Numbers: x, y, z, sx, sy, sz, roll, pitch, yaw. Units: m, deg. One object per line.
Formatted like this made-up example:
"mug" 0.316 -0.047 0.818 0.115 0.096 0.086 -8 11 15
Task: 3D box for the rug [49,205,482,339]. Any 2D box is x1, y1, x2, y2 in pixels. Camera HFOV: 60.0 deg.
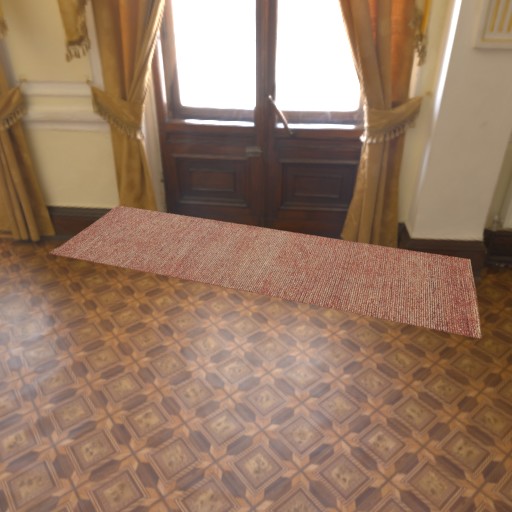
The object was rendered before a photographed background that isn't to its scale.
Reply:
"rug" 0.000 0.000 2.565 2.353 0.013 0.718 10 32 16
